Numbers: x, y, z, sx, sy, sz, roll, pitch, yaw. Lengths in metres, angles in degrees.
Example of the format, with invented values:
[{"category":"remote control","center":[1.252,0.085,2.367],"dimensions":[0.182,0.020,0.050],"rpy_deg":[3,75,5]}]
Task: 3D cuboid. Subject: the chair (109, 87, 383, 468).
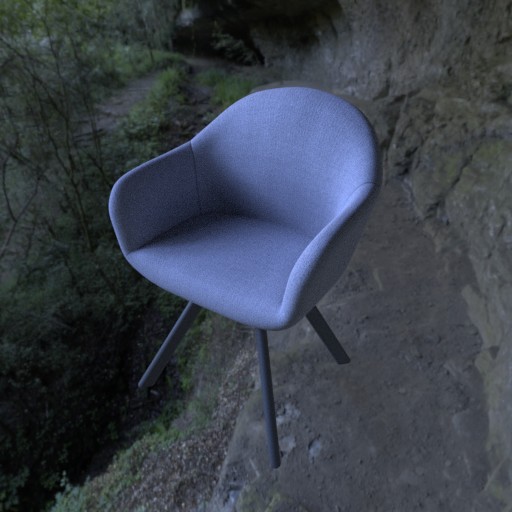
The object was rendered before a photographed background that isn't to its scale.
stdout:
[{"category":"chair","center":[0.000,0.000,1.201],"dimensions":[0.590,0.795,0.550],"rpy_deg":[19,36,28]}]
